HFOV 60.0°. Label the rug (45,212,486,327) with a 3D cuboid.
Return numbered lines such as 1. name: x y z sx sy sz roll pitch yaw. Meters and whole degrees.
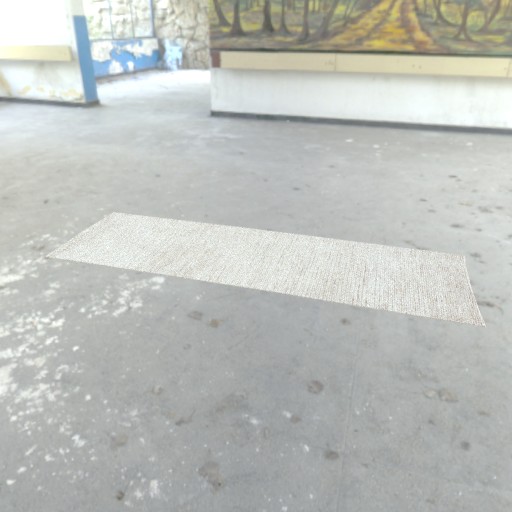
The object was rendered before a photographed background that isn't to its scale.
1. rug: 0.000 0.000 2.569 2.346 0.013 0.712 8 29 15
